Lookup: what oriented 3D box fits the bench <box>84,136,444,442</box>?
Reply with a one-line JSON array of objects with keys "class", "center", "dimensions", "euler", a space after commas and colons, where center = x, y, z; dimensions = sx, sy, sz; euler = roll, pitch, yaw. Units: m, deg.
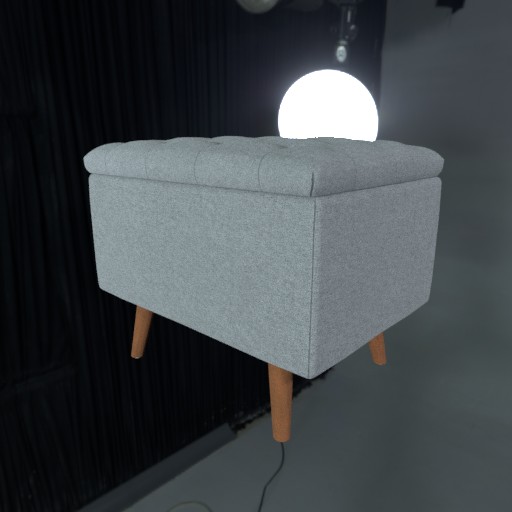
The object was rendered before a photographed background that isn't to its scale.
[{"class": "bench", "center": [0.000, 0.000, 0.899], "dimensions": [0.572, 0.469, 0.417], "euler": [13, 20, 41]}]
